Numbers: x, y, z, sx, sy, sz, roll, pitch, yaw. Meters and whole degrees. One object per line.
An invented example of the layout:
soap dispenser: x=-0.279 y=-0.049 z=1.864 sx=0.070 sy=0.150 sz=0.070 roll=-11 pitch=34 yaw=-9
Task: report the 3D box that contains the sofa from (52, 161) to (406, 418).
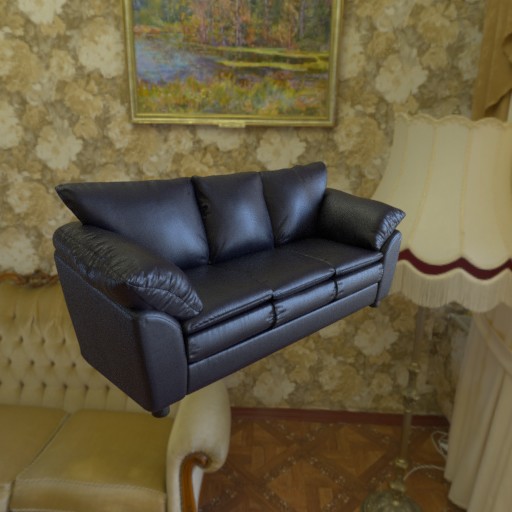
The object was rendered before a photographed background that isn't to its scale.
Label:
sofa: x=0.000 y=0.000 z=2.866 sx=2.336 sy=1.073 sz=0.880 roll=-15 pitch=22 yaw=-42
